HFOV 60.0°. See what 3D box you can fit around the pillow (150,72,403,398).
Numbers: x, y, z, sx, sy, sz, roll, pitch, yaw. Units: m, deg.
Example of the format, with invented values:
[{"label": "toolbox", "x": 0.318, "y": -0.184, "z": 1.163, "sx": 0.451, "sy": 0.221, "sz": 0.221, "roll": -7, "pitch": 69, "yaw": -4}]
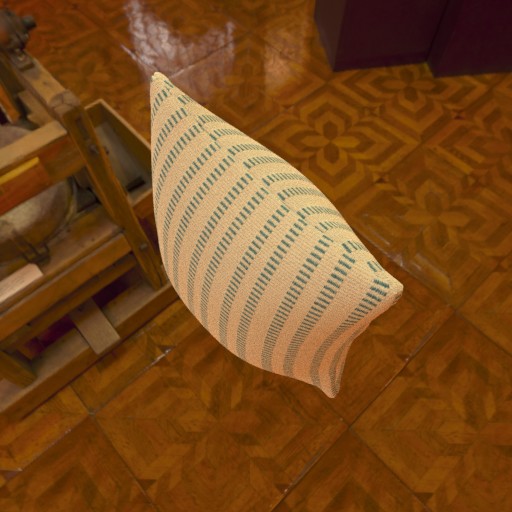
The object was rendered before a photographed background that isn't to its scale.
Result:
[{"label": "pillow", "x": 0.000, "y": 0.000, "z": 0.691, "sx": 0.247, "sy": 0.419, "sz": 0.438, "roll": -36, "pitch": 66, "yaw": -19}]
